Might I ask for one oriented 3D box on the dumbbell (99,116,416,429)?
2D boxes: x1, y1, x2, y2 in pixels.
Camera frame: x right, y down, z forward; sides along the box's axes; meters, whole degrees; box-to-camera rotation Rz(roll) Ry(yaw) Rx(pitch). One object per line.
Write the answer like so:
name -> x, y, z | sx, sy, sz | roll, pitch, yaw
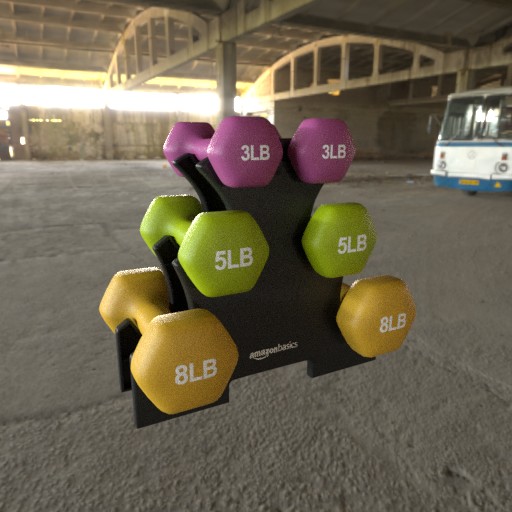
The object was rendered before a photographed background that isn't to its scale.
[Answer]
dumbbell -> 0.000, 0.000, 0.464 | 0.300, 0.271, 0.190 | -8, 16, -27
